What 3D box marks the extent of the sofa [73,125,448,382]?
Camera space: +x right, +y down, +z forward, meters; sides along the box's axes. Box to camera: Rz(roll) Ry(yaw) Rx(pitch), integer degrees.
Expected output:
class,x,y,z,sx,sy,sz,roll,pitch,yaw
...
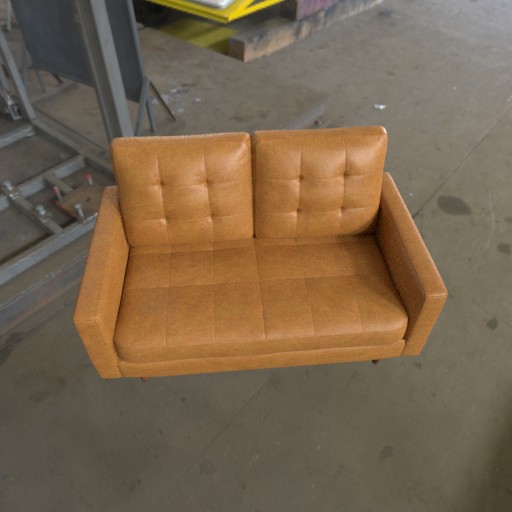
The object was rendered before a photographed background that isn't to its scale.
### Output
class,x,y,z,sx,sy,sz,roll,pitch,yaw
sofa,0.000,0.000,2.003,1.430,0.898,0.868,-4,46,-3
